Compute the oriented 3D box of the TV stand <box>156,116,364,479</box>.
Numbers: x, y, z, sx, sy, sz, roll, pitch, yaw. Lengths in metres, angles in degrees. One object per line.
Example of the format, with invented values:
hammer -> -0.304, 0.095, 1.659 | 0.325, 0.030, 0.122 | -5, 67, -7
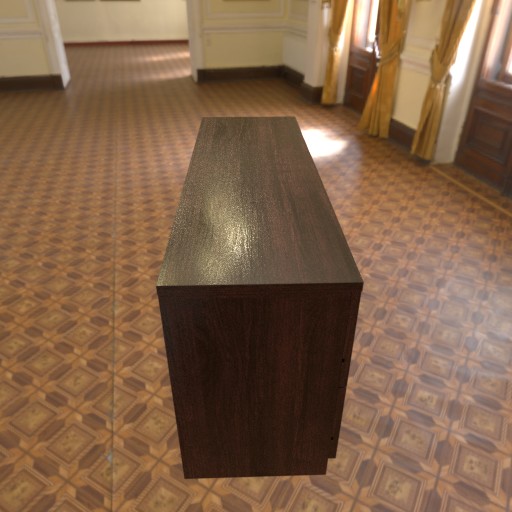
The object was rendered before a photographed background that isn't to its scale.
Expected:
TV stand -> 0.000, 0.000, 1.483 | 0.404, 0.614, 1.192 | -1, 32, -2
